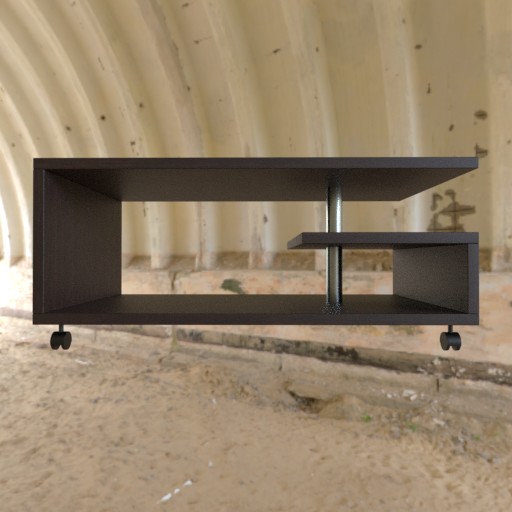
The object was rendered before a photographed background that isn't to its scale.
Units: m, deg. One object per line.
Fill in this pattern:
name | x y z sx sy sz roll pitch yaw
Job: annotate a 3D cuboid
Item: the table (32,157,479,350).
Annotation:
table | 0.000 0.000 1.336 1.050 0.460 0.590 0 0 1
